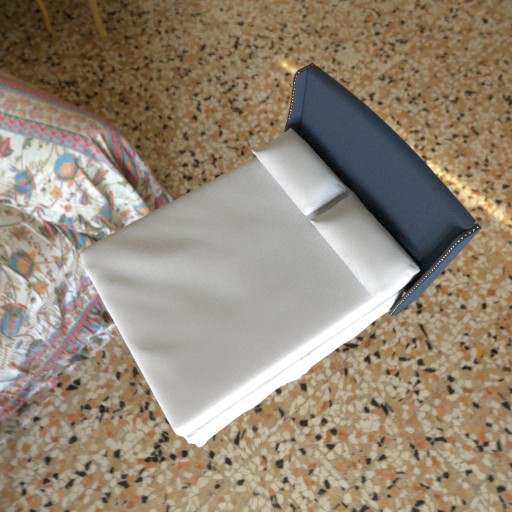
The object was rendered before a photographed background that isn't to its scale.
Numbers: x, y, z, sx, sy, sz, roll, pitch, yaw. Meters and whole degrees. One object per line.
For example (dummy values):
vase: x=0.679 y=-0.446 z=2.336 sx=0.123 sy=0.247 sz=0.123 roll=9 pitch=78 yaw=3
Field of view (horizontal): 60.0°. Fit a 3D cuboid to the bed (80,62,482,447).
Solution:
bed: x=0.000 y=0.000 z=3.292 sx=2.237 sy=1.407 sz=1.710 roll=-31 pitch=68 yaw=-14
